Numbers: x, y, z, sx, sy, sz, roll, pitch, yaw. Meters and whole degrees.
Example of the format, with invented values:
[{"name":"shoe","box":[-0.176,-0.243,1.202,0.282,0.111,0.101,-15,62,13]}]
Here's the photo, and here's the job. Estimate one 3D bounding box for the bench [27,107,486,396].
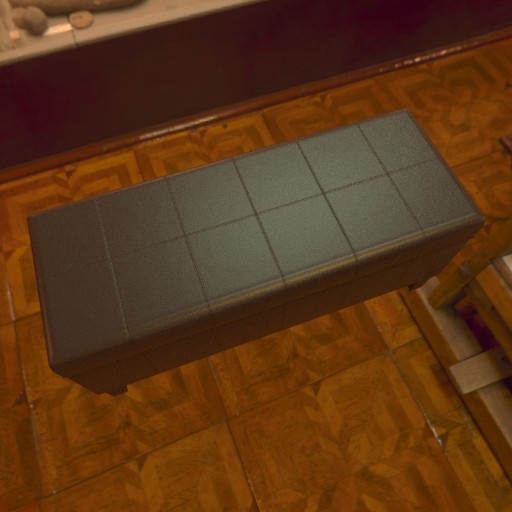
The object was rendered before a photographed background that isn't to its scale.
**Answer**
[{"name":"bench","box":[0.000,0.000,1.301,1.092,0.457,0.429,-18,64,-9]}]
